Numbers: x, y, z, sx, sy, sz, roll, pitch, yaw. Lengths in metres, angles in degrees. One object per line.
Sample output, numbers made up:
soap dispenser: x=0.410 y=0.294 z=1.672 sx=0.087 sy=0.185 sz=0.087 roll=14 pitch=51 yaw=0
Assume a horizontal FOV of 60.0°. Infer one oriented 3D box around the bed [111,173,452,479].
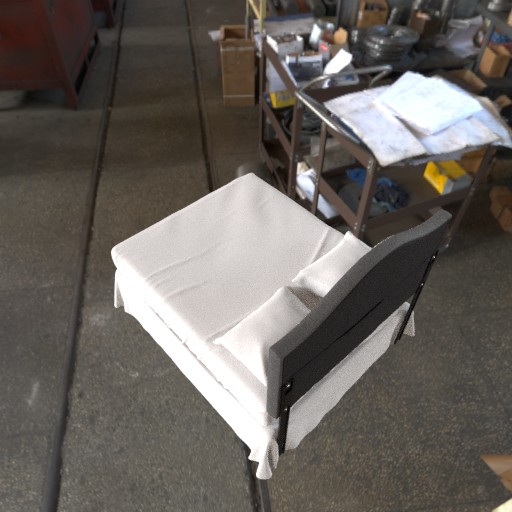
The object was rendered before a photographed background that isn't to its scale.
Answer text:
bed: x=0.000 y=0.000 z=3.511 sx=1.876 sy=1.645 sz=2.221 roll=-34 pitch=55 yaw=-27
